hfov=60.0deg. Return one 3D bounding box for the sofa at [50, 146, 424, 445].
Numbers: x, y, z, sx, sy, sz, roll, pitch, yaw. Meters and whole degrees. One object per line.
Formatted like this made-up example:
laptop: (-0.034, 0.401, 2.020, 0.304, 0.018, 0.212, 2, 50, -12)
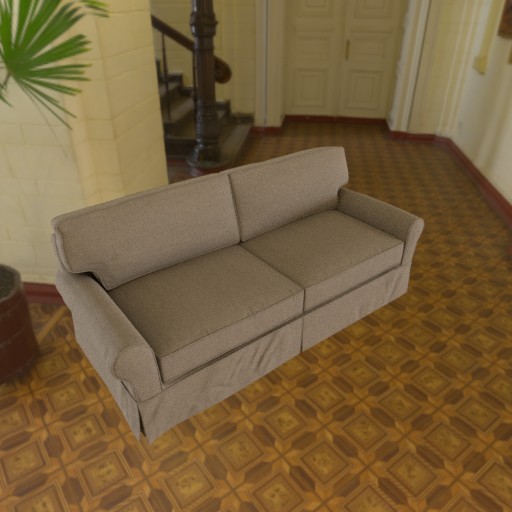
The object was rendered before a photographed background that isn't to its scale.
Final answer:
sofa: (0.000, 0.000, 2.806, 2.248, 0.943, 0.991, -21, 37, -32)
